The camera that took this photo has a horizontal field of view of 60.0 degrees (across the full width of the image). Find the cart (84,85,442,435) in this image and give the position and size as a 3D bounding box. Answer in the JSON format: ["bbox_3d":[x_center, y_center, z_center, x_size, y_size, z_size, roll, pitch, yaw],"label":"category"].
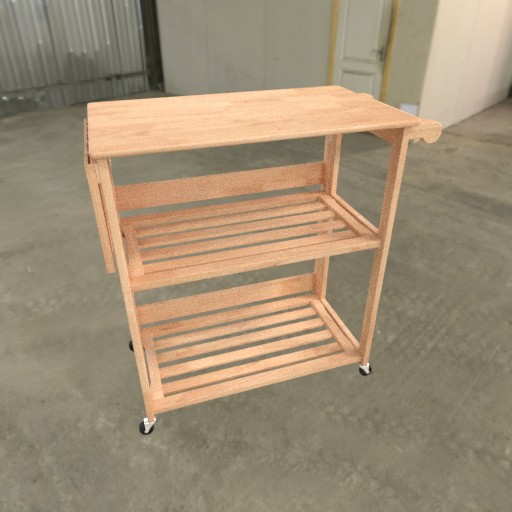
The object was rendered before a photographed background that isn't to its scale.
[{"bbox_3d":[0.000,0.000,1.362,0.853,0.879,0.432,-10,33,-15],"label":"cart"}]
